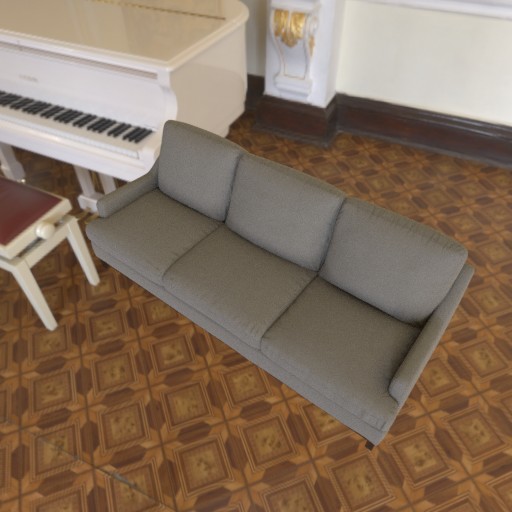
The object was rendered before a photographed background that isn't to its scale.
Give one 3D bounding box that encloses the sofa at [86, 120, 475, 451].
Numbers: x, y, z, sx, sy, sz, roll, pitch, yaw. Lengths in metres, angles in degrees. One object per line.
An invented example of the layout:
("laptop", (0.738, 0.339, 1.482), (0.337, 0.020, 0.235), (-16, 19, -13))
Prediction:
("sofa", (0.000, 0.000, 2.839), (2.344, 0.926, 0.987), (29, 52, 25))
